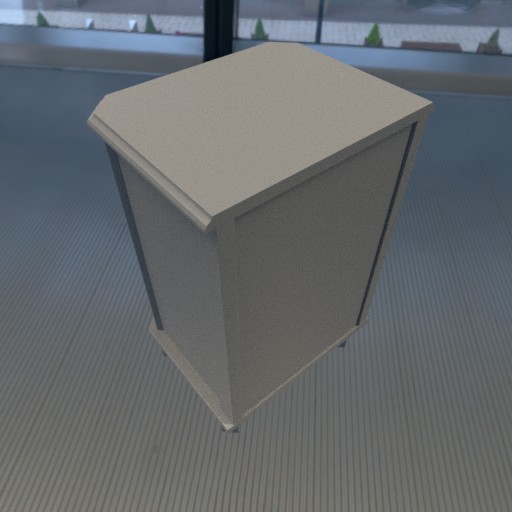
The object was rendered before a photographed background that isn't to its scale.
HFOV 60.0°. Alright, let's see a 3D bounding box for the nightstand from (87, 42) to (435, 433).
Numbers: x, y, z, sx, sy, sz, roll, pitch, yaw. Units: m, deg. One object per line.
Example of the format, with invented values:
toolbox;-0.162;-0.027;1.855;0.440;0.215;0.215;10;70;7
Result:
nightstand;0.000;0.000;0.920;0.435;0.680;0.348;-31;54;-26
